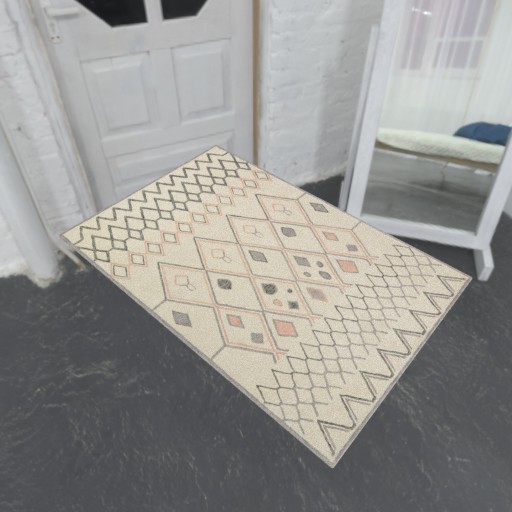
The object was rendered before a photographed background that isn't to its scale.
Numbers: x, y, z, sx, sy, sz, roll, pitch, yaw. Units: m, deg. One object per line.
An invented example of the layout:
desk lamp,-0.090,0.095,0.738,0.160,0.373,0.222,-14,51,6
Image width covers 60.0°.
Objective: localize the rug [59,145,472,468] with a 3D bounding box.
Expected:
rug,0.000,0.000,2.334,1.829,0.016,1.219,33,54,28
